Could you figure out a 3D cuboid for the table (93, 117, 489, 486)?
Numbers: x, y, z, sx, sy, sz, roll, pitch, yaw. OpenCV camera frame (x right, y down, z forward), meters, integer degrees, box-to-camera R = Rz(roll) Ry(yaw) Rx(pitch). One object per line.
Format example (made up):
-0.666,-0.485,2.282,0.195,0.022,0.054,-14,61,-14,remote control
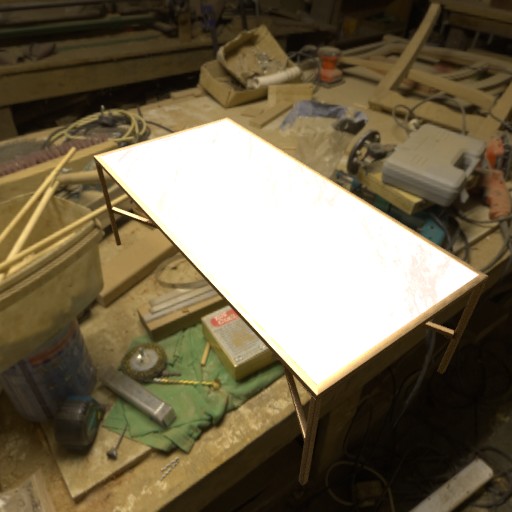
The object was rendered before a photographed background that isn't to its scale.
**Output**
0.000,0.000,1.479,0.577,0.405,1.197,-25,46,-27,table
